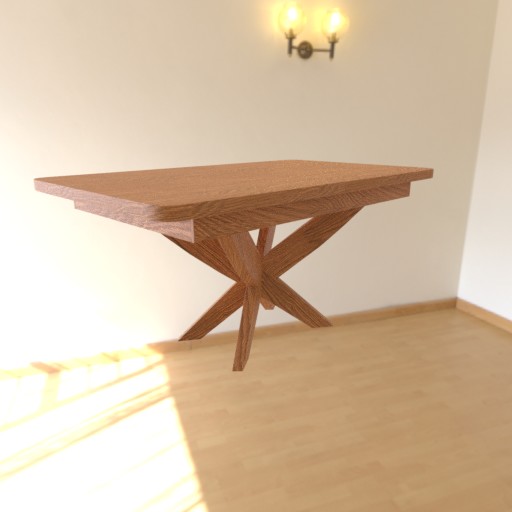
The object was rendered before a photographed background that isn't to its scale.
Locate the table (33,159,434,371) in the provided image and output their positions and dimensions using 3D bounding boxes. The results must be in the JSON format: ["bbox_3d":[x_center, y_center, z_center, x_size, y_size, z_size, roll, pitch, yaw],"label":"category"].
[{"bbox_3d":[0.000,0.000,2.080,1.600,0.770,0.950,-15,22,-43],"label":"table"}]
